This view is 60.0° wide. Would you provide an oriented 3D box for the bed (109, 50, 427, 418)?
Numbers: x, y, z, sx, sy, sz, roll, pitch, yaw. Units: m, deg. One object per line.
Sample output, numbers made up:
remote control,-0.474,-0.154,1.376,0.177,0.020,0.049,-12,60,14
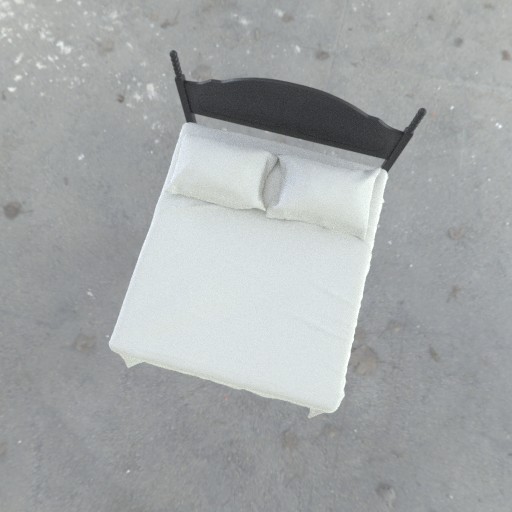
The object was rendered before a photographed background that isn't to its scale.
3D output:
bed,0.000,0.000,3.171,1.873,1.356,2.040,14,77,4
